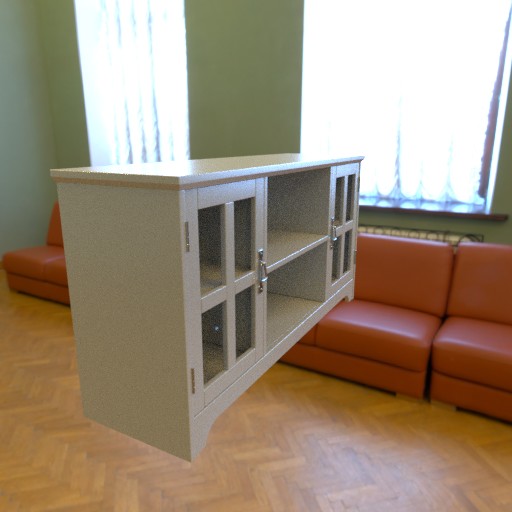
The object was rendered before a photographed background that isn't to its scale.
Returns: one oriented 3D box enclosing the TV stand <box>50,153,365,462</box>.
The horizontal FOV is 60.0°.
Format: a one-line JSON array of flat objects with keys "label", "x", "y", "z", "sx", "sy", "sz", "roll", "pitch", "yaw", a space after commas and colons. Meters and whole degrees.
[{"label": "TV stand", "x": 0.000, "y": 0.000, "z": 1.423, "sx": 0.344, "sy": 0.603, "sz": 1.167, "roll": 8, "pitch": 17, "yaw": 28}]
